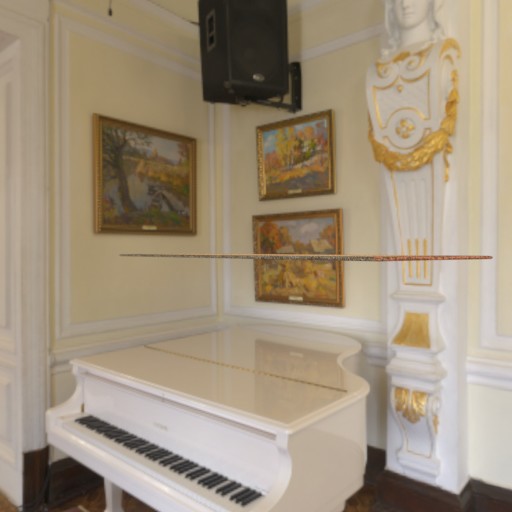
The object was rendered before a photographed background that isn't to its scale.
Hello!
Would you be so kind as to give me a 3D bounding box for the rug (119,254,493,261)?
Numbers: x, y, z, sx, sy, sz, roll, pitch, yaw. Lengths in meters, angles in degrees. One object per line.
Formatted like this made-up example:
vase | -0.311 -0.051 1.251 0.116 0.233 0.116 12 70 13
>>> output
rug | 0.000 0.000 2.680 0.810 0.016 2.413 0 1 -37
